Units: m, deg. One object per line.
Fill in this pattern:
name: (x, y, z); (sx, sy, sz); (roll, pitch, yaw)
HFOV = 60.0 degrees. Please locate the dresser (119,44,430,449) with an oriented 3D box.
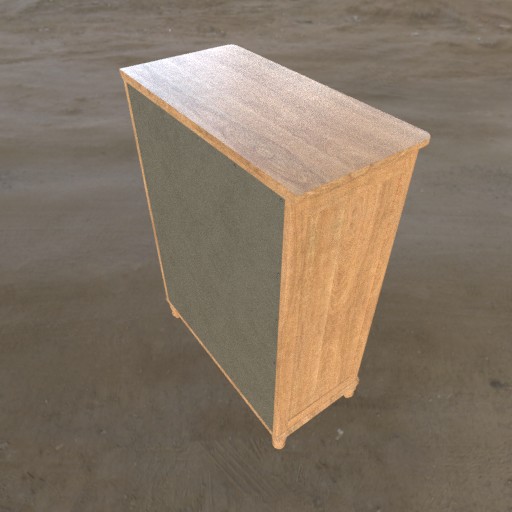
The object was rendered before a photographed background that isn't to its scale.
dresser: (0.000, 0.000, 1.813); (0.484, 1.318, 0.973); (-26, 48, -26)
